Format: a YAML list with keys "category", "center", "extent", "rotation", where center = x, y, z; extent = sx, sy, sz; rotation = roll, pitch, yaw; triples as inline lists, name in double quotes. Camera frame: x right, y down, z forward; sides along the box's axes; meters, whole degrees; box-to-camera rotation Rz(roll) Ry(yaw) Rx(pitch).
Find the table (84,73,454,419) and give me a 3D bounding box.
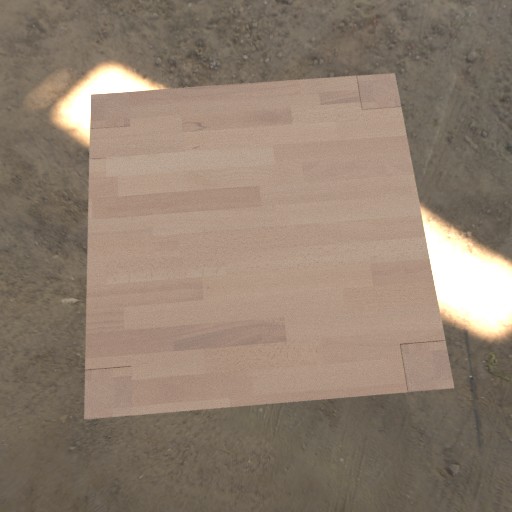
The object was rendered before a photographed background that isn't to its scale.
- category: "table"
  center: [0.000, 0.000, 1.142]
  extent: [0.700, 0.451, 0.700]
  rotation: [-4, 75, -1]
